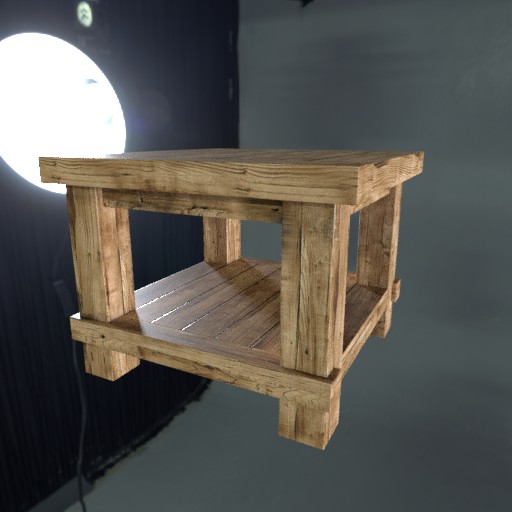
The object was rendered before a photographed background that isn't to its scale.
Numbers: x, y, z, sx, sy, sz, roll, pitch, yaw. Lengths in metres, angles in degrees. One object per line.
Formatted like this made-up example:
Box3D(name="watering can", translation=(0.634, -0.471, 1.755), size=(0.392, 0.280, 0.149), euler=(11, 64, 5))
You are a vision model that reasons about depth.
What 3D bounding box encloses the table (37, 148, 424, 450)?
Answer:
Box3D(name="table", translation=(0.000, 0.000, 1.016), size=(0.610, 0.457, 0.610), euler=(8, 17, 26))
